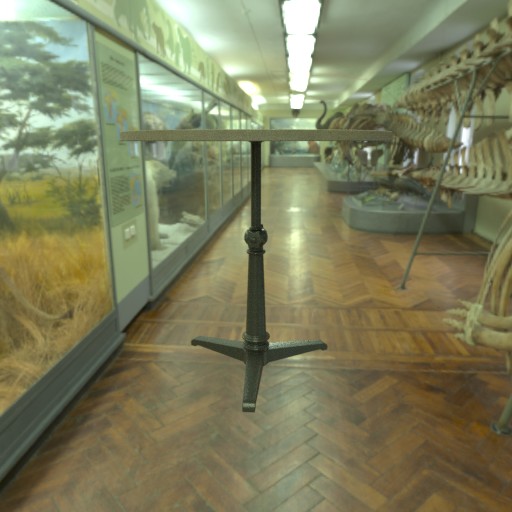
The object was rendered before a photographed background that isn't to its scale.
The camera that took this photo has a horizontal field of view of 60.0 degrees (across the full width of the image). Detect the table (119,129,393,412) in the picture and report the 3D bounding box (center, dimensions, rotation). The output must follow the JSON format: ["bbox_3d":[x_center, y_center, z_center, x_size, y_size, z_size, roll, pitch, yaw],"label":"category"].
[{"bbox_3d":[0.000,0.000,1.452,0.800,0.780,0.800,0,15,0],"label":"table"}]
